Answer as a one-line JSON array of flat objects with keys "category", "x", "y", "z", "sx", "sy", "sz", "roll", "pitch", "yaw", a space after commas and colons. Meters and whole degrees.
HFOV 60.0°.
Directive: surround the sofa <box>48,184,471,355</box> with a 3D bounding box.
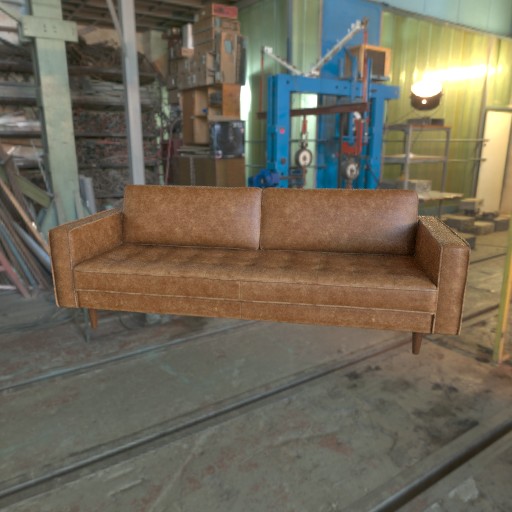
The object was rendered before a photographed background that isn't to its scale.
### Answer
[{"category": "sofa", "x": 0.000, "y": 0.000, "z": 2.663, "sx": 2.199, "sy": 0.779, "sz": 0.886, "roll": 3, "pitch": 15, "yaw": 10}]
